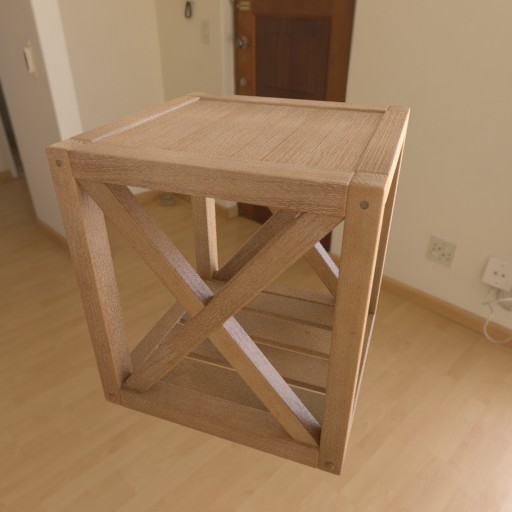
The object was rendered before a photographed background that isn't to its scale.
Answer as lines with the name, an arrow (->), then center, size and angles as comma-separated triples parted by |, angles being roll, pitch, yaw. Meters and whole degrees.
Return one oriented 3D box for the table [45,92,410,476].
table -> 0.000, 0.000, 1.035 | 0.559, 0.610, 0.558 | 10, 32, 17
